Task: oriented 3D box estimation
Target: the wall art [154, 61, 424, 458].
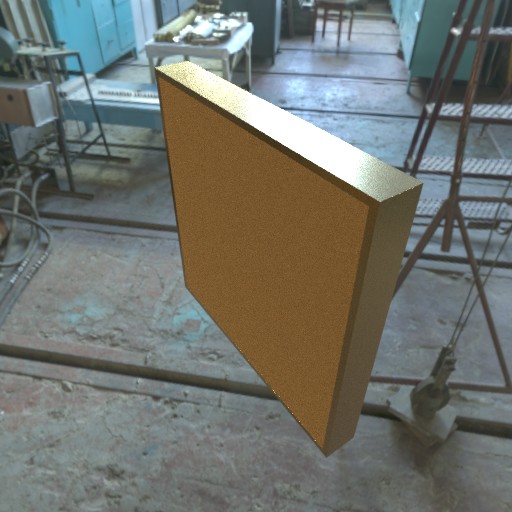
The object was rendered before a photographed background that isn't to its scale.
[{"bbox_3d":[0.000,0.000,0.455,0.038,0.304,0.304,-24,45,-26],"label":"wall art"}]
